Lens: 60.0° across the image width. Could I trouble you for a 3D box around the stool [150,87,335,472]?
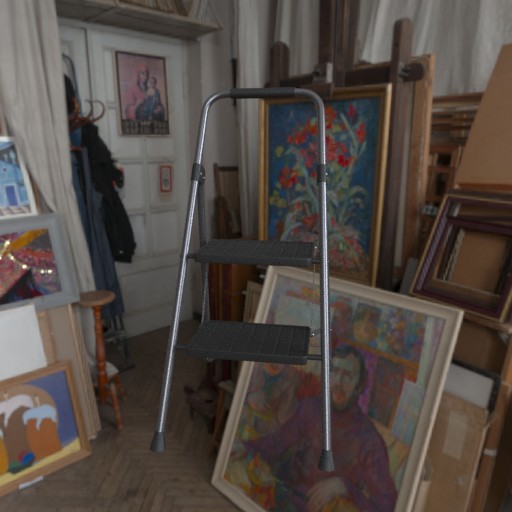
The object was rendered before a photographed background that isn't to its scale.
[{"bbox_3d":[0.000,0.000,1.183,0.450,0.872,0.514,2,14,9],"label":"stool"}]
